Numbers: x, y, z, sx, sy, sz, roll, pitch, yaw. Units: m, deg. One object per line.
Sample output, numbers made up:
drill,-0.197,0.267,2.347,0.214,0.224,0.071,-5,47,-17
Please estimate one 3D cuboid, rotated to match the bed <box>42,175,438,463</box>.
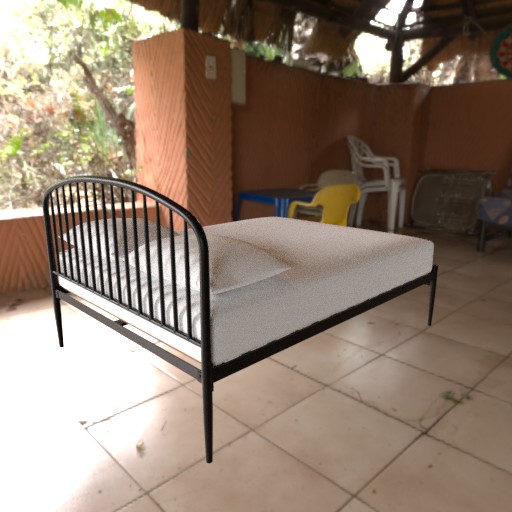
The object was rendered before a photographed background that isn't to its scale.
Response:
bed,0.000,0.000,3.020,2.159,1.166,1.618,-13,19,-43
